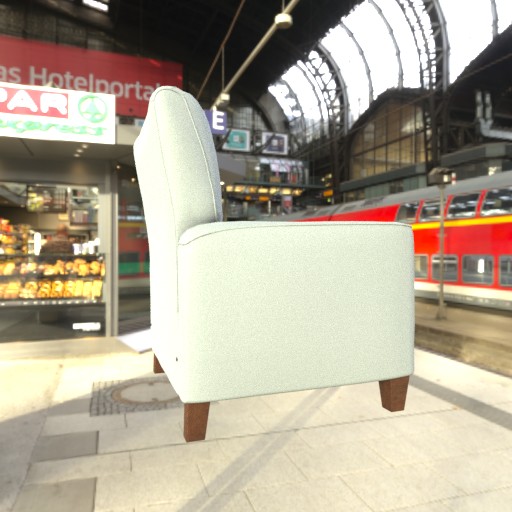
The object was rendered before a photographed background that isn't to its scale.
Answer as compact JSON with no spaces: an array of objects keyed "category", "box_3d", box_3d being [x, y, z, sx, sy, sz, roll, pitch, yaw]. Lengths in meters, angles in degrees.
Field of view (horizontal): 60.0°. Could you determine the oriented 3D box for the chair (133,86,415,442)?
[{"category":"chair","box_3d":[0.000,0.000,1.670,0.846,1.007,0.853,0,1,-20]}]
